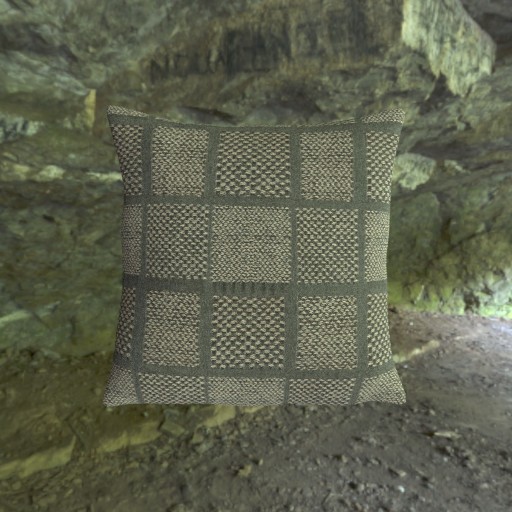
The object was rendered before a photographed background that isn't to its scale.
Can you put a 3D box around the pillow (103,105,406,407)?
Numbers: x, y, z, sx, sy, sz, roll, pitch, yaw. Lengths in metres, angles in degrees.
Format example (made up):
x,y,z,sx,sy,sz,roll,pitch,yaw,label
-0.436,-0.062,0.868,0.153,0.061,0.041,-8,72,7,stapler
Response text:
x,y,z,sx,sy,sz,roll,pitch,yaw,label
0.000,0.000,0.638,0.435,0.432,0.138,0,0,-1,pillow
